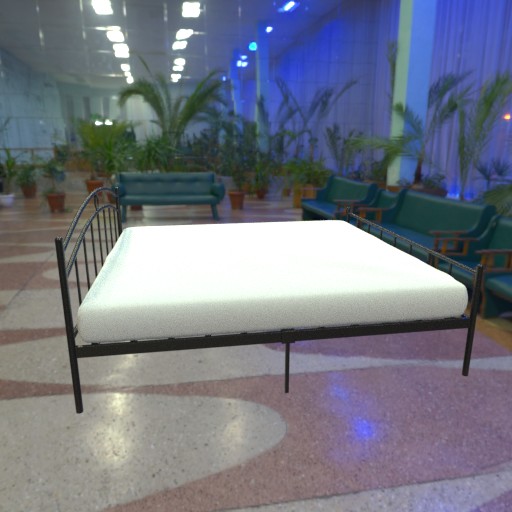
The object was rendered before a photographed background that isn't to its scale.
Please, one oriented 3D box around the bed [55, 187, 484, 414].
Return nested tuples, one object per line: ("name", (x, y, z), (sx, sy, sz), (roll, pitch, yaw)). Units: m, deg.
("bed", (0.000, 0.000, 3.018), (2.040, 0.940, 1.880), (-3, 16, -9))
